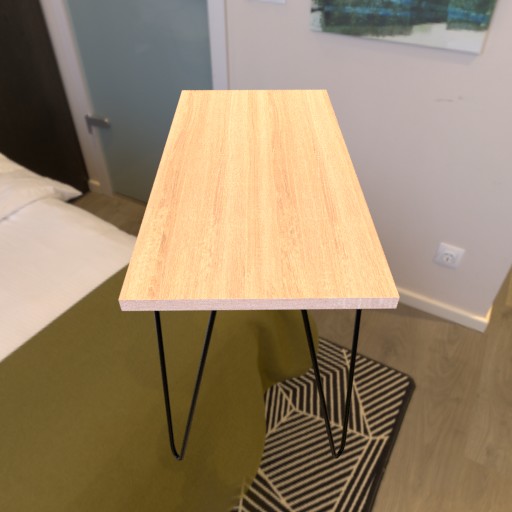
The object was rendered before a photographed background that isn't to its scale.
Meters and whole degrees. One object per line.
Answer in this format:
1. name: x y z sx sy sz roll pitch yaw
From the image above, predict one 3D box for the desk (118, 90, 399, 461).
1. desk: 0.000 0.000 1.376 0.499 0.660 0.991 0 41 -1
